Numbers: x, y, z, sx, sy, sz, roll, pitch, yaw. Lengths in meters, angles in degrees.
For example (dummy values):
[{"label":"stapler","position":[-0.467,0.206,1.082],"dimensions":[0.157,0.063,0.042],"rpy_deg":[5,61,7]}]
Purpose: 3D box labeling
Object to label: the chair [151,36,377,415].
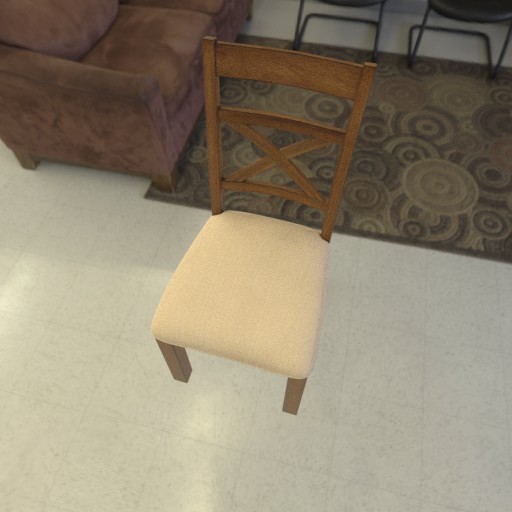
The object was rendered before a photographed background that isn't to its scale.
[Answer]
[{"label":"chair","position":[0.000,0.000,1.267],"dimensions":[0.461,0.949,0.581],"rpy_deg":[14,57,9]}]
